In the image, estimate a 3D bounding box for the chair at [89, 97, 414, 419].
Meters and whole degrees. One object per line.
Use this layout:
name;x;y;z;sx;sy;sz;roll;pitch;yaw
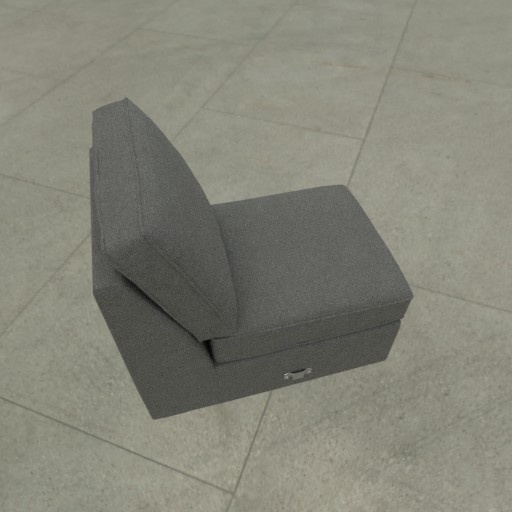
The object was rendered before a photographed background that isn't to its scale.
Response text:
chair;0.000;0.000;1.528;0.938;0.970;0.621;-11;49;-10
